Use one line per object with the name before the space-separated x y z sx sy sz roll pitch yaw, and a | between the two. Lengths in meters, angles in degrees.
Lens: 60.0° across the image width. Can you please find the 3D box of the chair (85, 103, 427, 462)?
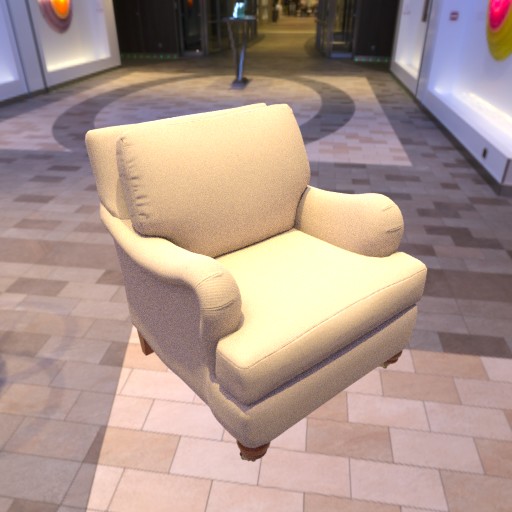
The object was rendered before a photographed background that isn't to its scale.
chair | 0.000 0.000 1.815 0.955 1.038 1.070 -21 36 -32
